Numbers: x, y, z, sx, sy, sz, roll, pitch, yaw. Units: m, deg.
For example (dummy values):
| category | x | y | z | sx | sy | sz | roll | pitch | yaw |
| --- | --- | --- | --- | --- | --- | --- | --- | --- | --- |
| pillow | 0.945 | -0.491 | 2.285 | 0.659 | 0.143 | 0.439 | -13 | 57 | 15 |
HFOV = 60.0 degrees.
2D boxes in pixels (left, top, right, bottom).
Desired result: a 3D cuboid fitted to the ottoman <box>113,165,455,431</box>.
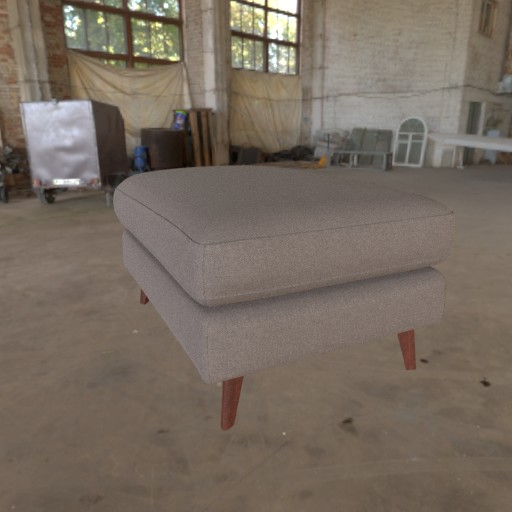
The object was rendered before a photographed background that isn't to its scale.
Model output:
| category | x | y | z | sx | sy | sz | roll | pitch | yaw |
| --- | --- | --- | --- | --- | --- | --- | --- | --- | --- |
| ottoman | 0.000 | 0.000 | 1.195 | 0.608 | 0.449 | 0.811 | -8 | 19 | -25 |
